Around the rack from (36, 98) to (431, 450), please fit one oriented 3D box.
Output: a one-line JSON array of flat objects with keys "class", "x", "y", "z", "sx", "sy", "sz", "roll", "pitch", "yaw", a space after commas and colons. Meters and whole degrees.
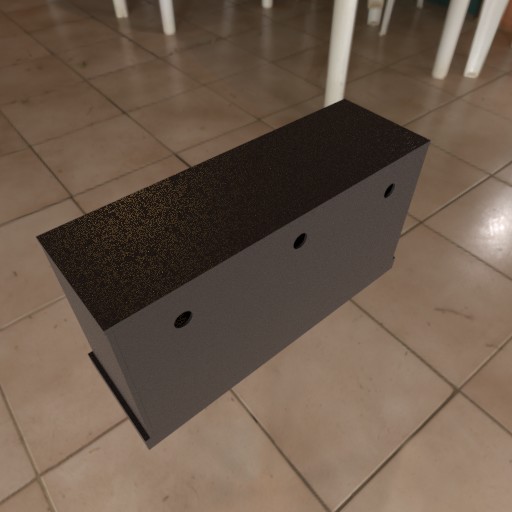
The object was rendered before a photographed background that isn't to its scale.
[{"class": "rack", "x": 0.000, "y": 0.000, "z": 1.536, "sx": 1.206, "sy": 0.635, "sz": 0.399, "roll": -31, "pitch": 53, "yaw": -27}]
